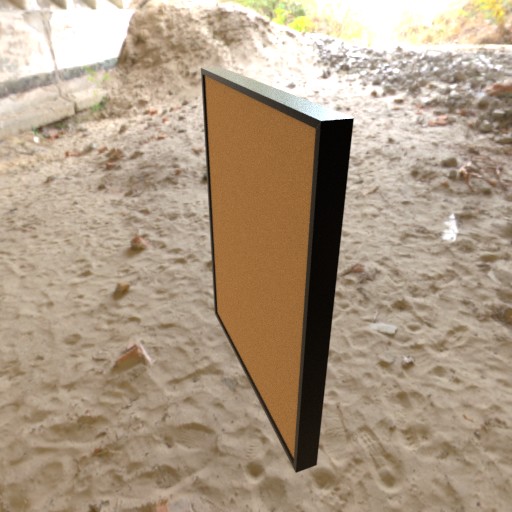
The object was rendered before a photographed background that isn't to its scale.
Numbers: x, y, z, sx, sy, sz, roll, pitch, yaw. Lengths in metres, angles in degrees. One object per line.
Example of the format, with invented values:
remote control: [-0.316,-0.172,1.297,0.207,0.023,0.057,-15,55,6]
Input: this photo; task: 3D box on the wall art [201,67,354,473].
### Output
wall art: [0.000,0.000,0.762,0.039,0.553,0.451,-11,31,-18]
